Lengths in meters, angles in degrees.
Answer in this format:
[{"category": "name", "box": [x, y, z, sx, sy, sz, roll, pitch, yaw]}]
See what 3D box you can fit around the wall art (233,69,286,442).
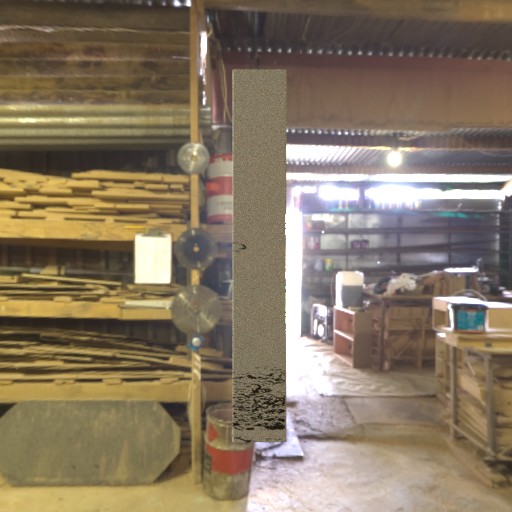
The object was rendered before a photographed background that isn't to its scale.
[{"category": "wall art", "box": [0.000, 0.000, 0.498, 0.038, 0.259, 0.381, 0, 0, -1]}]
